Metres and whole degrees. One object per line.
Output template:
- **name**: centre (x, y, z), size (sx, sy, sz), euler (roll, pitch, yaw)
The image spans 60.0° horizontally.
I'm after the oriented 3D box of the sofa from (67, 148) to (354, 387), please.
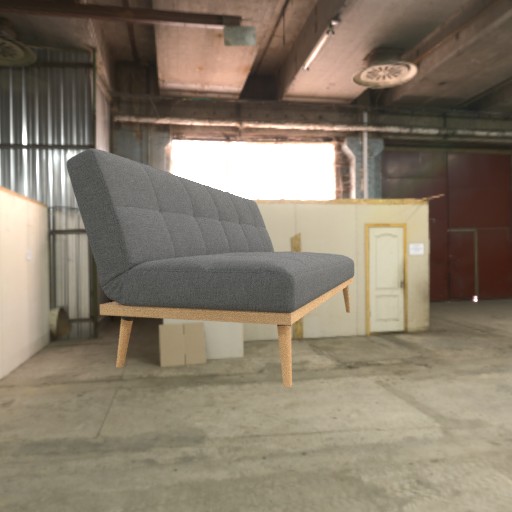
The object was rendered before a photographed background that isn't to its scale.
- **sofa**: centre (0.000, 0.000, 2.257), size (0.820, 0.770, 1.820), euler (0, 1, 18)
